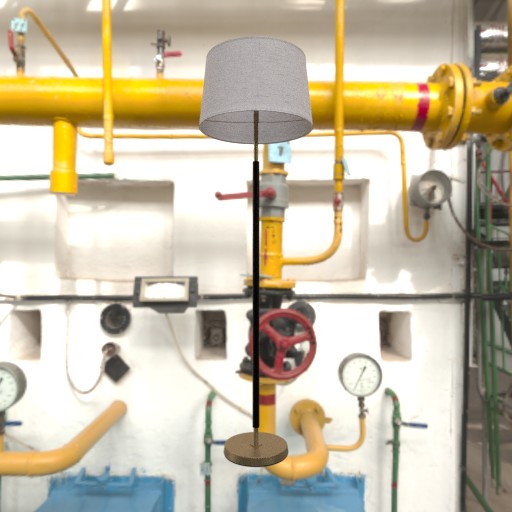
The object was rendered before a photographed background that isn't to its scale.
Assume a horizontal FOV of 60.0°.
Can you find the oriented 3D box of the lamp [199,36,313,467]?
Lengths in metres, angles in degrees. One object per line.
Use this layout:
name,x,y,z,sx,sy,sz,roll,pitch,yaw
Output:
lamp,0.000,0.000,1.640,0.420,1.447,0.420,0,-1,0
